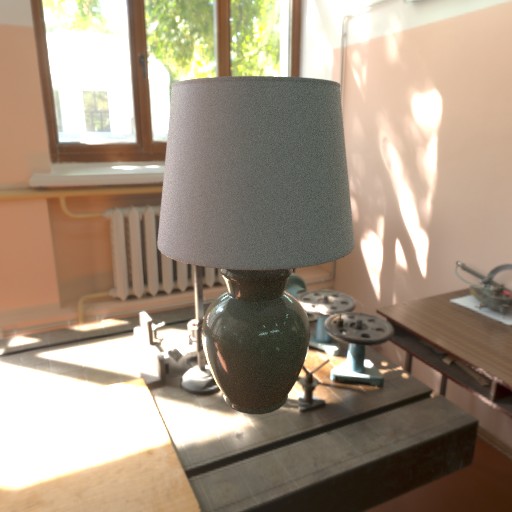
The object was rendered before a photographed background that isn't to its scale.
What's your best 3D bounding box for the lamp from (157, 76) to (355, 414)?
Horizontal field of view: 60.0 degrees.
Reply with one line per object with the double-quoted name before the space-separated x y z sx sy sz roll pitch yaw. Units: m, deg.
"lamp" 0.000 0.000 0.555 0.239 0.399 0.239 0 16 0
